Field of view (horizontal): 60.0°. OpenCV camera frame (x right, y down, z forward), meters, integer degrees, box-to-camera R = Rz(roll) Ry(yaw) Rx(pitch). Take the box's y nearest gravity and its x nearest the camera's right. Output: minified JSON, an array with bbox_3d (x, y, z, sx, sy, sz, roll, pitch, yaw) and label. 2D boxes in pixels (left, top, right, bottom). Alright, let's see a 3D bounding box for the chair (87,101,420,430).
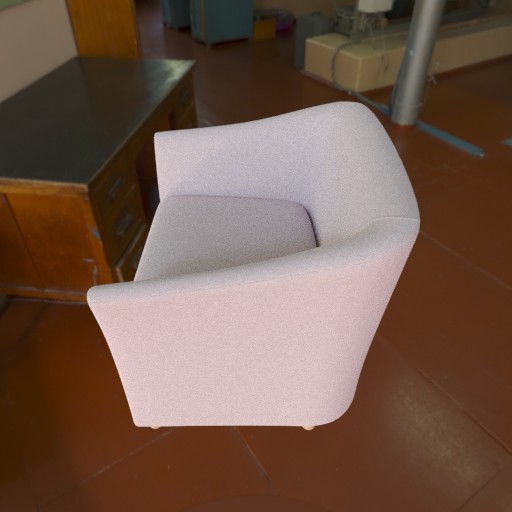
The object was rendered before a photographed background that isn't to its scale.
[{"bbox_3d":[0.000,0.000,1.327,0.700,0.720,0.790,0,40,0],"label":"chair"}]
